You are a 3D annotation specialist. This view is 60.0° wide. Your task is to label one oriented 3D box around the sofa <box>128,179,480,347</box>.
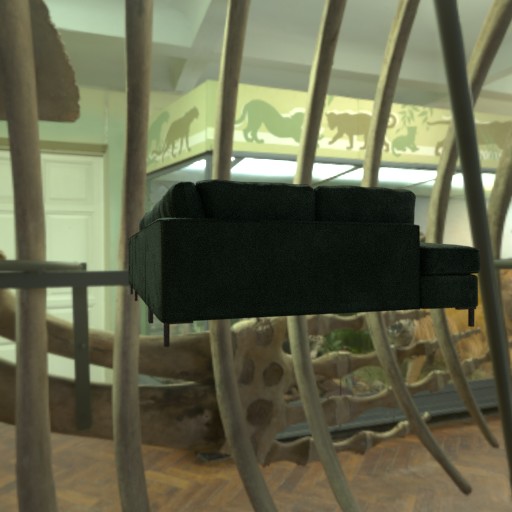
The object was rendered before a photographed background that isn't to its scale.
[{"bbox_3d":[0.000,0.000,3.837,1.992,0.861,2.994,0,1,-19],"label":"sofa"}]
